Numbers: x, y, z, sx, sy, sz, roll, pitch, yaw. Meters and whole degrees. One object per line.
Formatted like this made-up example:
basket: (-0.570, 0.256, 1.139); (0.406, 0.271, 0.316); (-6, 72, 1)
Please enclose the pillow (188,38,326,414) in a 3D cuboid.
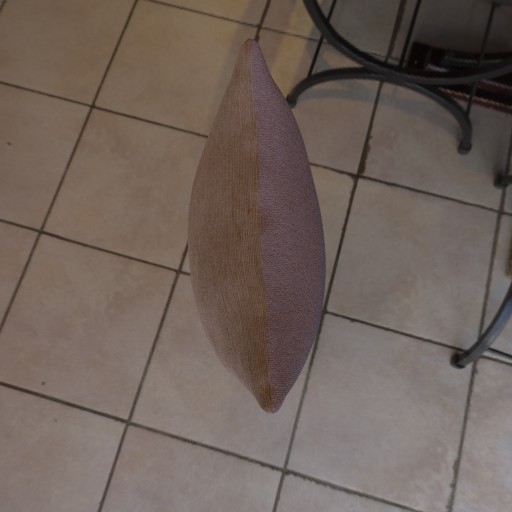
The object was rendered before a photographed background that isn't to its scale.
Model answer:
pillow: (0.000, 0.000, 0.708); (0.204, 0.439, 0.452); (-3, 76, -1)
